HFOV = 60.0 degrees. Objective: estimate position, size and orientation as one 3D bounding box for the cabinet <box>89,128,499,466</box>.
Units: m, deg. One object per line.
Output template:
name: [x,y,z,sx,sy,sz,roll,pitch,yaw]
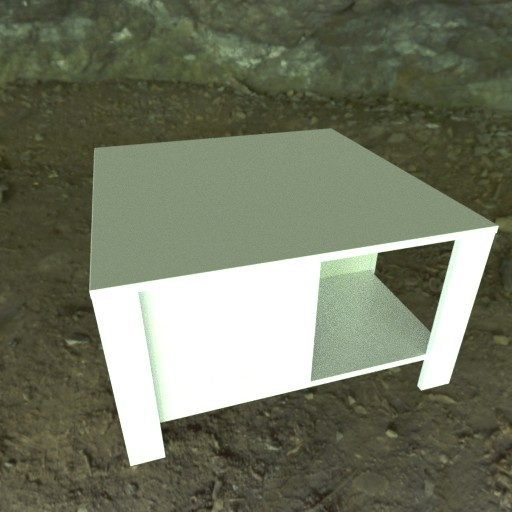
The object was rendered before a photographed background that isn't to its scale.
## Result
cabinet: [0.000,0.000,1.256,0.800,0.460,0.800,-9,32,-14]
